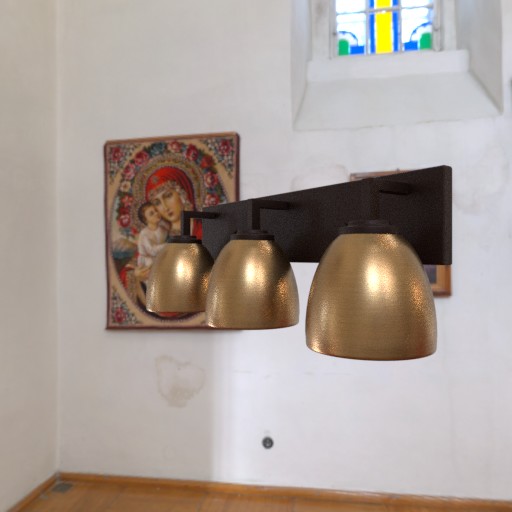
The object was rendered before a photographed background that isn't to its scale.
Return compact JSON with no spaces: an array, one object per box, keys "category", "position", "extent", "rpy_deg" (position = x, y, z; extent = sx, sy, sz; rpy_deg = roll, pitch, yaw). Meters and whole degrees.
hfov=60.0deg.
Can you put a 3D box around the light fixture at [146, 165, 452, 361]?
[{"category":"light fixture","position":[0.000,0.000,0.676],"extent":[0.157,0.204,0.582],"rpy_deg":[0,0,-37]}]
